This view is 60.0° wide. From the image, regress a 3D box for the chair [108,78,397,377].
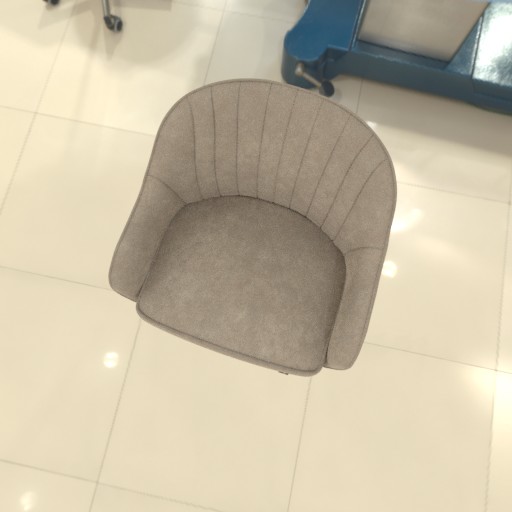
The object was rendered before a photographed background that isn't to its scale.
[{"bbox_3d":[0.000,0.000,1.256,0.635,0.831,0.573,18,77,4],"label":"chair"}]
